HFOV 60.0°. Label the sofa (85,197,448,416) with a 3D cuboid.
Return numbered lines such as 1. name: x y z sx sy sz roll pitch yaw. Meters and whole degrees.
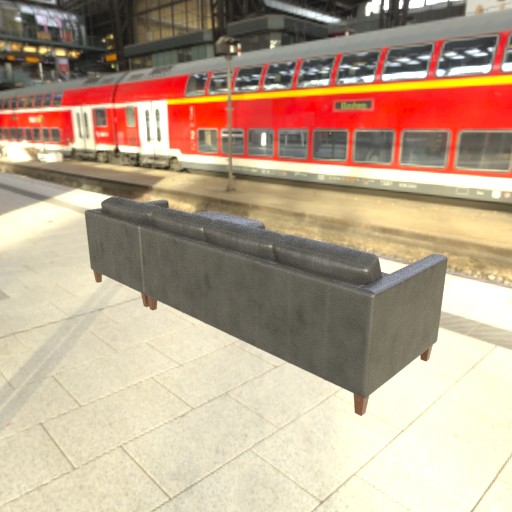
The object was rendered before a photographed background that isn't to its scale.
1. sofa: 0.000 0.000 3.910 3.203 0.883 1.581 16 23 42
